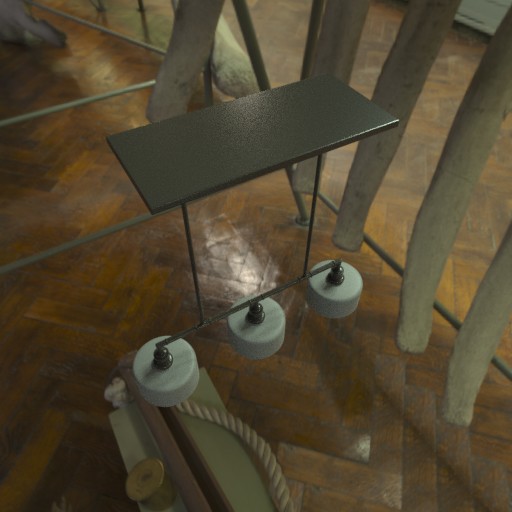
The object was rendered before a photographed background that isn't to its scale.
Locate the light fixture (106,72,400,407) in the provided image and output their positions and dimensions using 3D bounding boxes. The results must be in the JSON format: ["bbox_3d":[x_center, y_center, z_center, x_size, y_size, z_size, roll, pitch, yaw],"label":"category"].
[{"bbox_3d":[0.000,0.000,0.852,0.582,0.557,0.177,-23,52,-20],"label":"light fixture"}]
